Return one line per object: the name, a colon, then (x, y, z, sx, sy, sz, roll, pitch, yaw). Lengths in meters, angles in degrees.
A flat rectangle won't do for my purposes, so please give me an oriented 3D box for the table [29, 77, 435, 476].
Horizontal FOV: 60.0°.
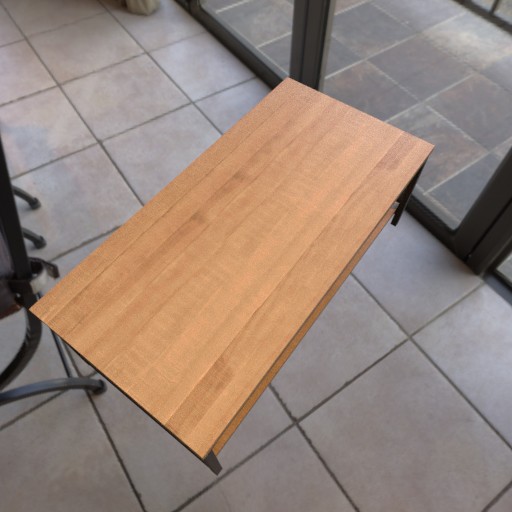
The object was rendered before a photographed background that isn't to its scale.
table: (0.000, 0.000, 1.386, 0.551, 0.399, 1.100, 32, 64, 18)
